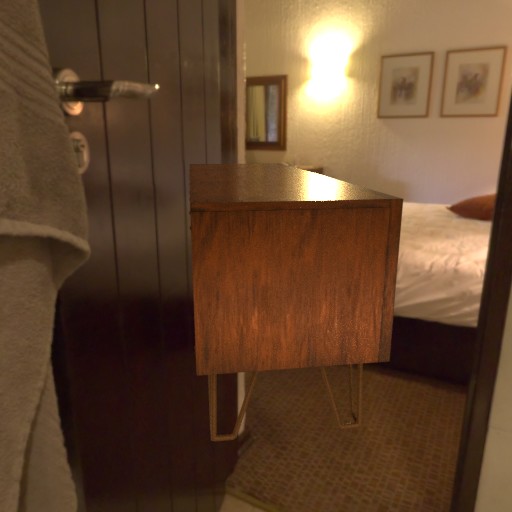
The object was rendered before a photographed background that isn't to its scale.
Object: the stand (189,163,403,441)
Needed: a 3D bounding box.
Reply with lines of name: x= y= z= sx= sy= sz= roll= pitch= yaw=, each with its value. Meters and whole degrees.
stand: x=0.000 y=0.000 z=1.685 sx=0.481 sy=0.610 sz=1.372 roll=-2 pitch=15 yaw=-8
